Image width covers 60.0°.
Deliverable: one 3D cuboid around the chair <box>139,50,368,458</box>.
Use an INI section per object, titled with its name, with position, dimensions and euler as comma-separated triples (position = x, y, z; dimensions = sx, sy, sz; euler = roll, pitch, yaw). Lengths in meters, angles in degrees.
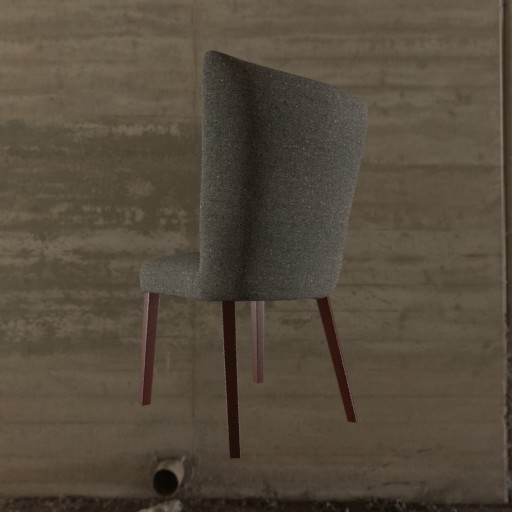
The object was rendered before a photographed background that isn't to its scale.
[chair]
position = 0.000, 0.000, 1.290
dimensions = 0.535, 0.924, 0.623
euler = 1, -1, -36
